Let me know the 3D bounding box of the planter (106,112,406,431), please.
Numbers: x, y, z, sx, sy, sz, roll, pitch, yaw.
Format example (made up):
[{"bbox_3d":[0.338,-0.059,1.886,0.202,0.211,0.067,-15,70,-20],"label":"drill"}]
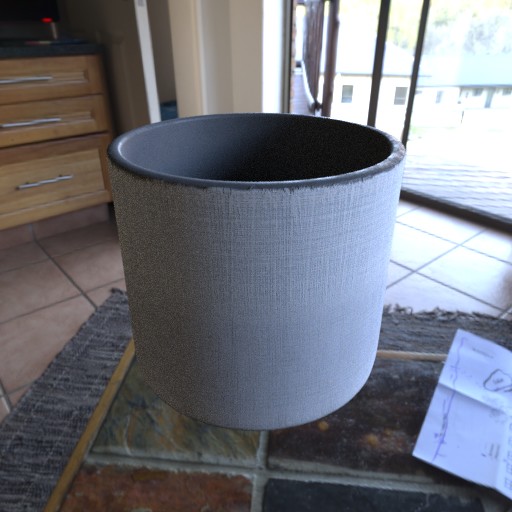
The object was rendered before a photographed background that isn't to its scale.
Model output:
[{"bbox_3d":[0.000,0.000,0.380,0.221,0.201,0.221,0,28,0],"label":"planter"}]
